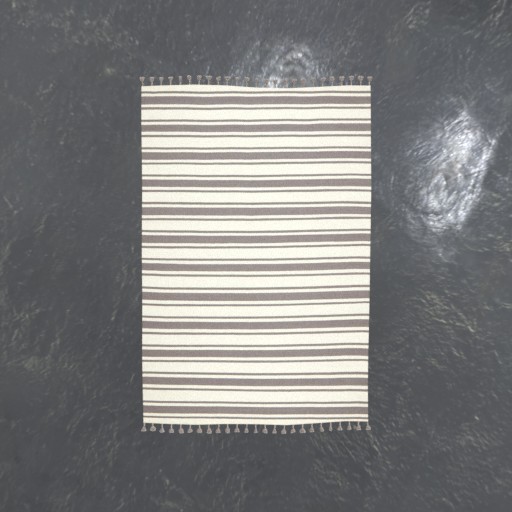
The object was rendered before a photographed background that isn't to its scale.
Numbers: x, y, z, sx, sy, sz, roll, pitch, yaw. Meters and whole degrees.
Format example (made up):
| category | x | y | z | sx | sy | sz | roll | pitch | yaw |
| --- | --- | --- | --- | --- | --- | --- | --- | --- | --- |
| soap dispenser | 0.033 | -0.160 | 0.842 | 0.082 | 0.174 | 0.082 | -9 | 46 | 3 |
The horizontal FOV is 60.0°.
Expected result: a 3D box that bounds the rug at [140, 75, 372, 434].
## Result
| category | x | y | z | sx | sy | sz | roll | pitch | yaw |
| --- | --- | --- | --- | --- | --- | --- | --- | --- | --- |
| rug | 0.000 | 0.000 | 3.000 | 1.563 | 0.014 | 2.425 | 0 | 91 | 0 |
